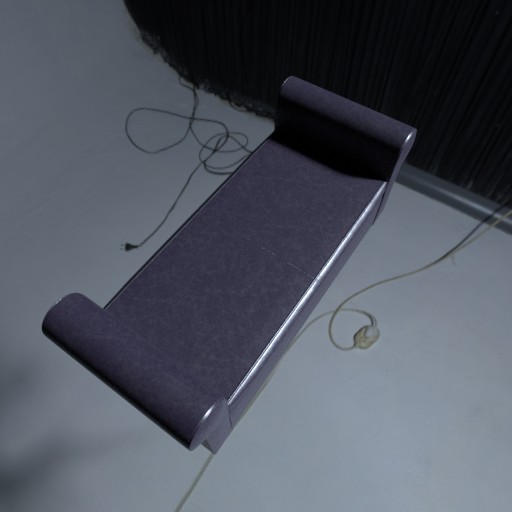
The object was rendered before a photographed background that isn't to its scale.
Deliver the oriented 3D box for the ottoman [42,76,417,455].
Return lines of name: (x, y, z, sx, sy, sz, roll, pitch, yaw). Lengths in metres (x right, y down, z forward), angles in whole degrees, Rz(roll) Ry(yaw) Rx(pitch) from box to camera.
ottoman: (0.000, 0.000, 1.546, 0.521, 0.547, 1.256, 31, 63, 18)
